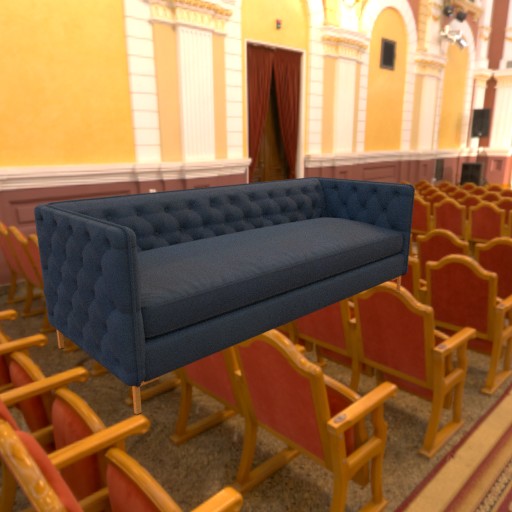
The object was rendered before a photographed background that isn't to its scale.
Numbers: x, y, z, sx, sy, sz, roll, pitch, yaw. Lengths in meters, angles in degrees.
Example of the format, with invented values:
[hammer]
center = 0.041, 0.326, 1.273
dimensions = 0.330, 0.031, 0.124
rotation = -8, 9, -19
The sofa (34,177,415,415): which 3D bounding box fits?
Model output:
[sofa]
center = 0.000, 0.000, 2.658
dimensions = 2.209, 0.771, 0.895
rotation = -14, 20, -42
